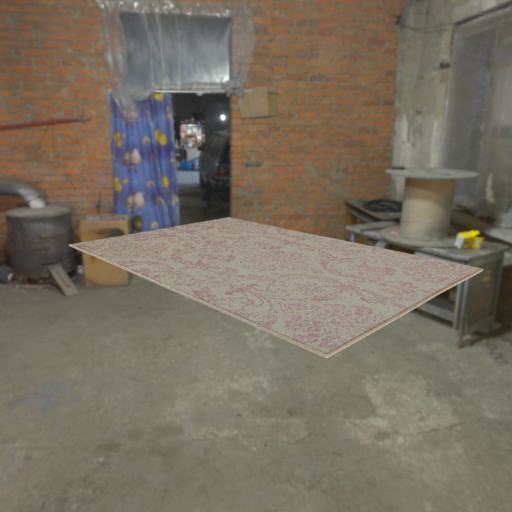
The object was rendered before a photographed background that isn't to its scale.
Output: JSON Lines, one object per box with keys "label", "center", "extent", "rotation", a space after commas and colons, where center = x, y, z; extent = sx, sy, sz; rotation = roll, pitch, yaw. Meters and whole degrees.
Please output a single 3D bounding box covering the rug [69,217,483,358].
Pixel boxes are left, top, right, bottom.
{"label": "rug", "center": [0.000, 0.000, 2.324], "extent": [1.219, 0.012, 1.839], "rotation": [-15, 21, -42]}
